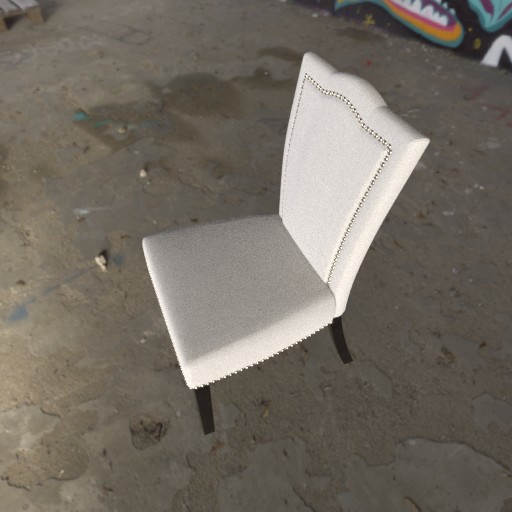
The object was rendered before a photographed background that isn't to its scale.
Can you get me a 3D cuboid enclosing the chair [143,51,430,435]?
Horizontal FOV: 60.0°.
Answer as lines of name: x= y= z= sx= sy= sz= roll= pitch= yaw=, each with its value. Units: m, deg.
chair: x=0.000 y=0.000 z=1.276 sx=0.589 sy=0.946 sz=0.518 roll=-16 pitch=47 yaw=-16
